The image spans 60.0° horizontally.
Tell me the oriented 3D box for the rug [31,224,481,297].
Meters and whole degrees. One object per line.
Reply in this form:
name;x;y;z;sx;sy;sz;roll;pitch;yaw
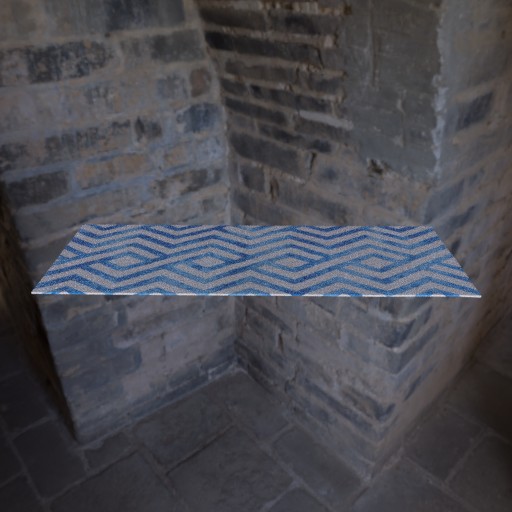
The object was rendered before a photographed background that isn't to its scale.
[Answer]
rug;0.000;0.000;1.681;1.492;0.007;0.503;0;31;1
